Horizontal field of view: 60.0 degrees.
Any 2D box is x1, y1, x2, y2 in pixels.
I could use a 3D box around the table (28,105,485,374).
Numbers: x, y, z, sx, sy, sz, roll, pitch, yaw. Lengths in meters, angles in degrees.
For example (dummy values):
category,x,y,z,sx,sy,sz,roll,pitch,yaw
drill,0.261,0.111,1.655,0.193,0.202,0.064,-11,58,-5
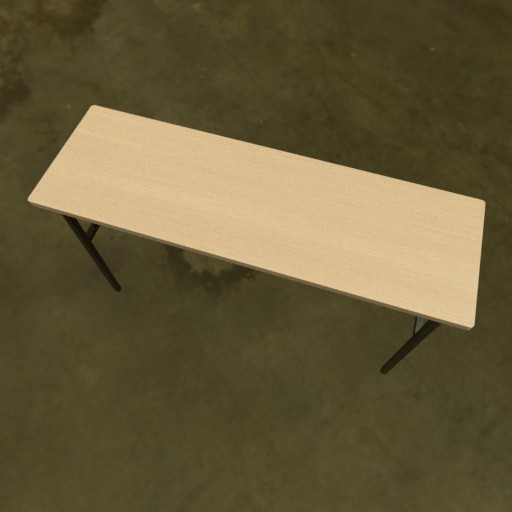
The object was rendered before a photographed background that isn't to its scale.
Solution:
category,x,y,z,sx,sy,sz,roll,pitch,yaw
table,0.000,0.000,1.745,1.397,0.750,0.447,16,63,8
